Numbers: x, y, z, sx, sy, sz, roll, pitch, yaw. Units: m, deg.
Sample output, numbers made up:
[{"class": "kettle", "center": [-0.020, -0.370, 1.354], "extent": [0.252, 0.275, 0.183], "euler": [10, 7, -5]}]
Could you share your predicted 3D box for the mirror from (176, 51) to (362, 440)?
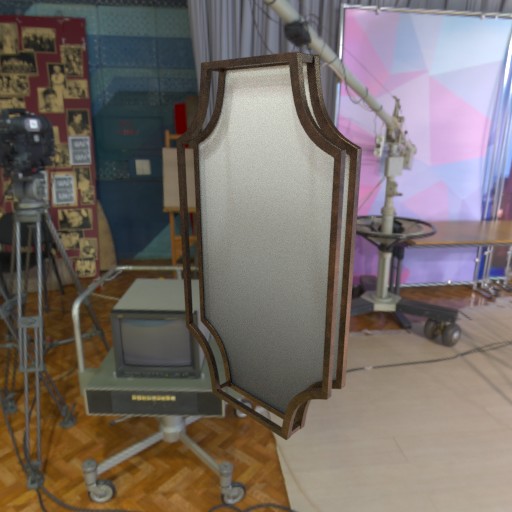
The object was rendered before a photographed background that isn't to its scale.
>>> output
[{"class": "mirror", "center": [0.000, 0.000, 0.993], "extent": [0.462, 0.811, 0.066], "euler": [16, 24, 41]}]
